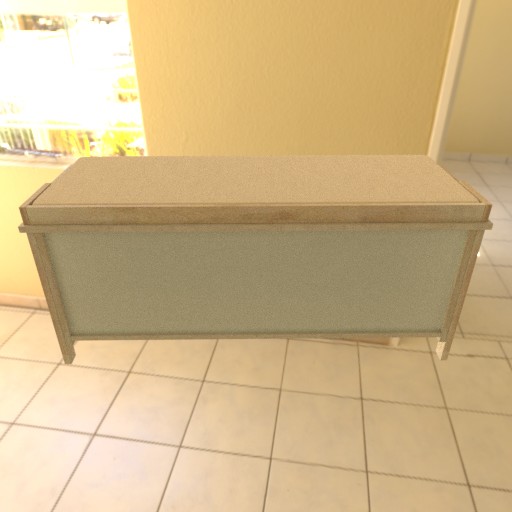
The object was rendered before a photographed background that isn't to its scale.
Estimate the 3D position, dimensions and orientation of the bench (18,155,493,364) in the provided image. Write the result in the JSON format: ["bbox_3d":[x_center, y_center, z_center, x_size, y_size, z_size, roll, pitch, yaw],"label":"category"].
[{"bbox_3d":[0.000,0.000,1.336,1.140,0.501,0.398,0,30,-1],"label":"bench"}]
